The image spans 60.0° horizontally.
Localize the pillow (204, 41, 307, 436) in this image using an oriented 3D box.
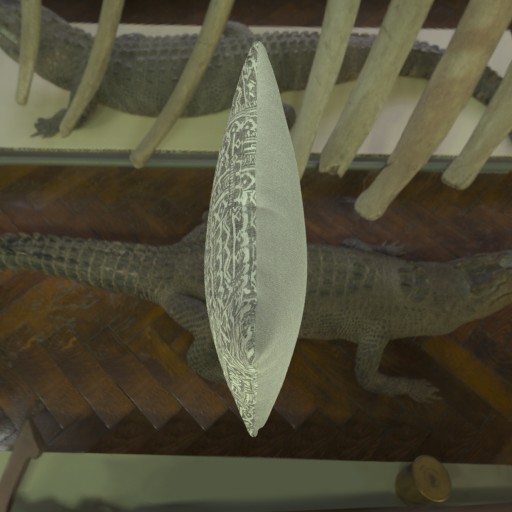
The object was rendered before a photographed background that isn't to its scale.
[{"bbox_3d":[0.000,0.000,0.798,0.180,0.487,0.546,1,60,0],"label":"pillow"}]
